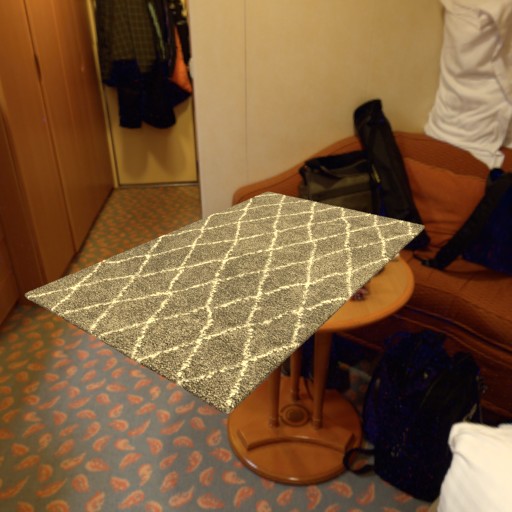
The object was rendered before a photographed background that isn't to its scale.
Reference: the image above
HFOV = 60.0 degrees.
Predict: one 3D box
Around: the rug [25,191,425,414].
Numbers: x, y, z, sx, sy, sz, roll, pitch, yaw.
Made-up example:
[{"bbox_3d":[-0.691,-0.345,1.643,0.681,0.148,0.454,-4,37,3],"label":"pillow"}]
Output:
[{"bbox_3d":[0.000,0.000,3.025,1.524,0.030,2.438,18,31,32],"label":"rug"}]
